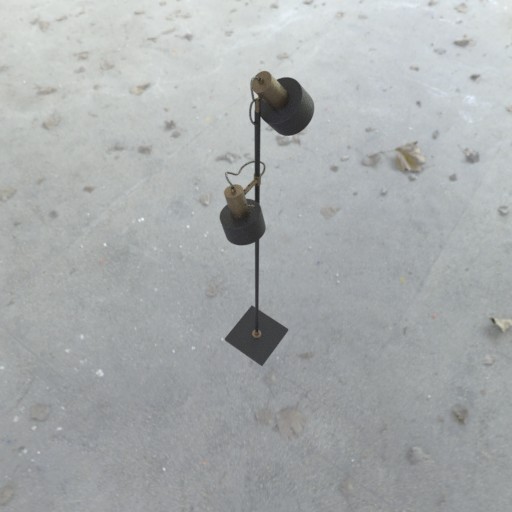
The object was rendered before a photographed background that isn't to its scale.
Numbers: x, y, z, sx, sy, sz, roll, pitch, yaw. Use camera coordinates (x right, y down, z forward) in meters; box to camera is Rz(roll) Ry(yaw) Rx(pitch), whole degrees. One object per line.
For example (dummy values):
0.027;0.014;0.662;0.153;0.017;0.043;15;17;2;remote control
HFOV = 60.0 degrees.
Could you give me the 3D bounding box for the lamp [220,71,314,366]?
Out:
0.000;0.000;1.633;0.233;1.505;0.315;31;62;19;lamp
